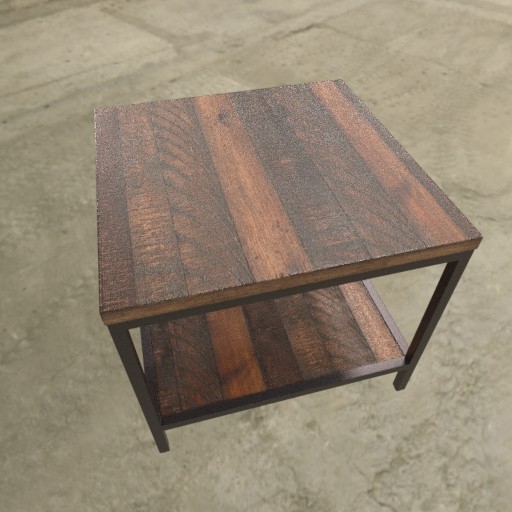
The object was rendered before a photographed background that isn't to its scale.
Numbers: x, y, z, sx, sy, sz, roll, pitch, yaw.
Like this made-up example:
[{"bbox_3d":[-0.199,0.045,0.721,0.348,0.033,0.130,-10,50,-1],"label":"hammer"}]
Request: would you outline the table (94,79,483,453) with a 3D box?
[{"bbox_3d":[0.000,0.000,0.963,0.553,0.482,0.548,-11,47,-10],"label":"table"}]
